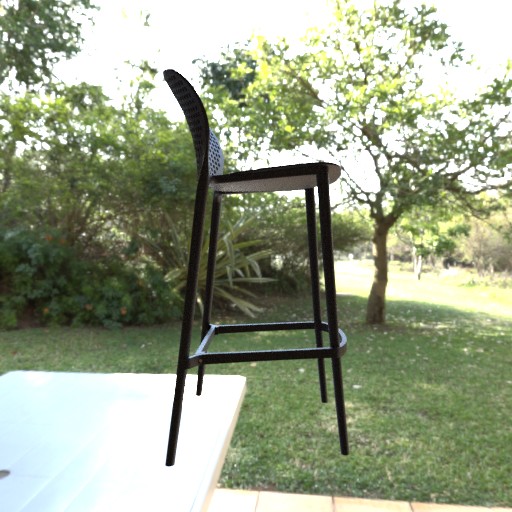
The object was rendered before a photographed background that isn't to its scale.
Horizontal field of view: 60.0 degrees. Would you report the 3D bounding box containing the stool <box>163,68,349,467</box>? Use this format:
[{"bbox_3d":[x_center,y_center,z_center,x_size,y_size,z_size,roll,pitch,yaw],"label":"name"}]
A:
[{"bbox_3d":[0.000,0.000,1.359,0.535,1.045,0.536,0,2,1],"label":"stool"}]
